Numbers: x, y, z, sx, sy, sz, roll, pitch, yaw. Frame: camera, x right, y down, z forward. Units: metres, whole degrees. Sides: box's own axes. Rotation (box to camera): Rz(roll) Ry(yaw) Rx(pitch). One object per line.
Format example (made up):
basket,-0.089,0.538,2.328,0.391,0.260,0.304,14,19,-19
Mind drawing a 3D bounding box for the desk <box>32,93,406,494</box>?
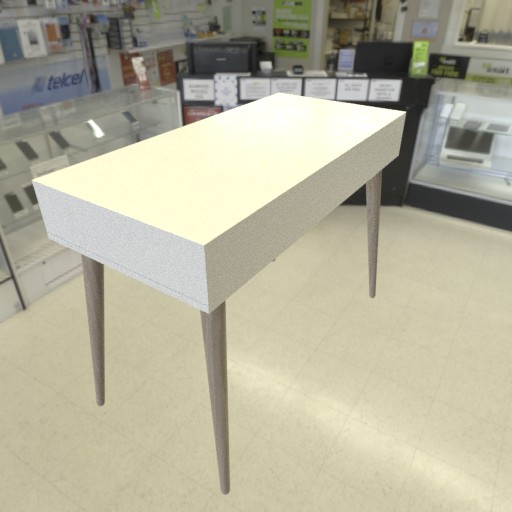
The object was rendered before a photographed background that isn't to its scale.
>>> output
desk,0.000,0.000,1.351,0.491,0.723,0.979,20,38,28
